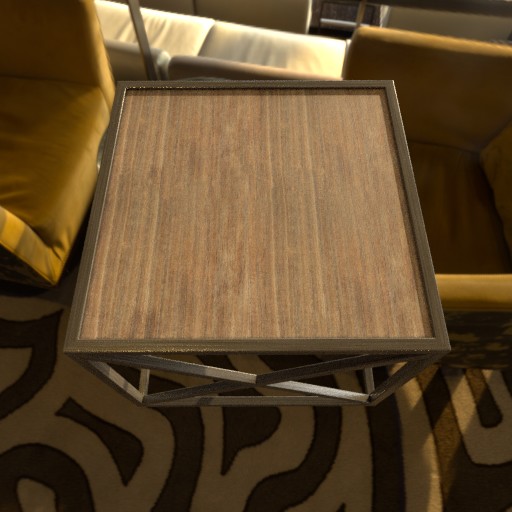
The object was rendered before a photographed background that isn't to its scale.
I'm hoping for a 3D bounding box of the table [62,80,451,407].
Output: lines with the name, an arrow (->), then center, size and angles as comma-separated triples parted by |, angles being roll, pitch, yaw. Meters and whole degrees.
table -> 0.000, 0.000, 1.061 | 0.611, 0.507, 0.609 | 0, 62, 0
